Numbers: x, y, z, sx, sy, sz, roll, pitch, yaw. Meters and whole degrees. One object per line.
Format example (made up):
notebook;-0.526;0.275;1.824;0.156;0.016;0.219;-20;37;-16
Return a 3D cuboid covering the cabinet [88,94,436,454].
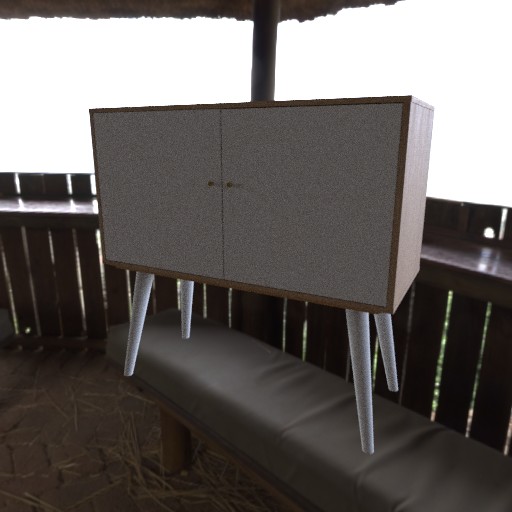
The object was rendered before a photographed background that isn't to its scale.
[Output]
cabinet;0.000;0.000;1.592;1.057;1.016;0.470;8;17;27
